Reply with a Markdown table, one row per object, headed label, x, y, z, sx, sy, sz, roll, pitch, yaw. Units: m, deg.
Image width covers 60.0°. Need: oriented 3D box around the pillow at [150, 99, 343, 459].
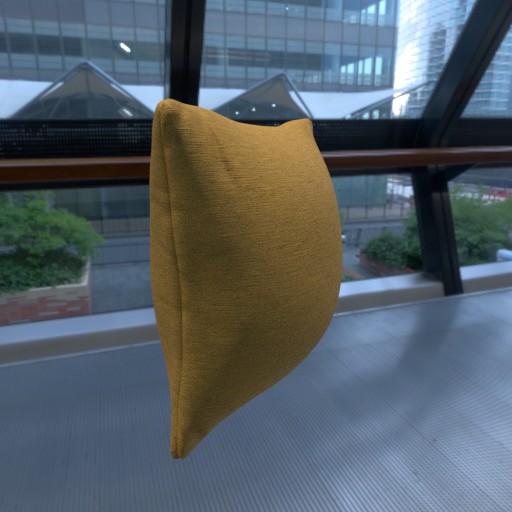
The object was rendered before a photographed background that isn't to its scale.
| label | x | y | z | sx | sy | sz | roll | pitch | yaw |
| --- | --- | --- | --- | --- | --- | --- | --- | --- | --- |
| pillow | 0.000 | 0.000 | 0.670 | 0.247 | 0.417 | 0.435 | 7 | 16 | 25 |
